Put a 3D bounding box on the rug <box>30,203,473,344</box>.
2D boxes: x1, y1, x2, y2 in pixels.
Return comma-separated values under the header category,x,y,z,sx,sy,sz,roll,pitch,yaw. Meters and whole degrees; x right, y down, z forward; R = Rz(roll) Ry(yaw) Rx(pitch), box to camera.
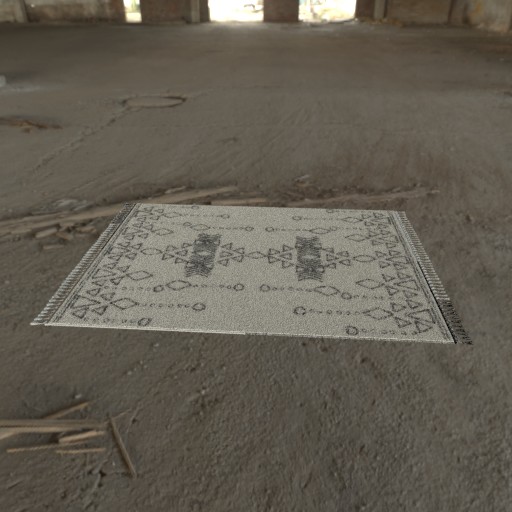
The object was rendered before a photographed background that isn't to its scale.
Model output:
category,x,y,z,sx,sy,sz,roll,pitch,yaw
rug,0.000,0.000,2.989,2.312,0.013,1.600,2,31,3
